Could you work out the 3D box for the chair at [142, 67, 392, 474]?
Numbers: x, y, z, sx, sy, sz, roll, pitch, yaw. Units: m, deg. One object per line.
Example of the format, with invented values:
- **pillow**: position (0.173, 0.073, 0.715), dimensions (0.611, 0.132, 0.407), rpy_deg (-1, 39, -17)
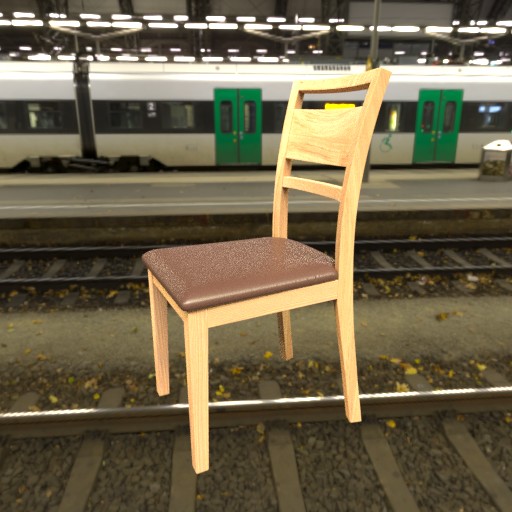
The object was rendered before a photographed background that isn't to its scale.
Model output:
- **chair**: position (0.000, 0.000, 1.214), dimensions (0.545, 0.940, 0.420), rpy_deg (-8, 19, -25)
